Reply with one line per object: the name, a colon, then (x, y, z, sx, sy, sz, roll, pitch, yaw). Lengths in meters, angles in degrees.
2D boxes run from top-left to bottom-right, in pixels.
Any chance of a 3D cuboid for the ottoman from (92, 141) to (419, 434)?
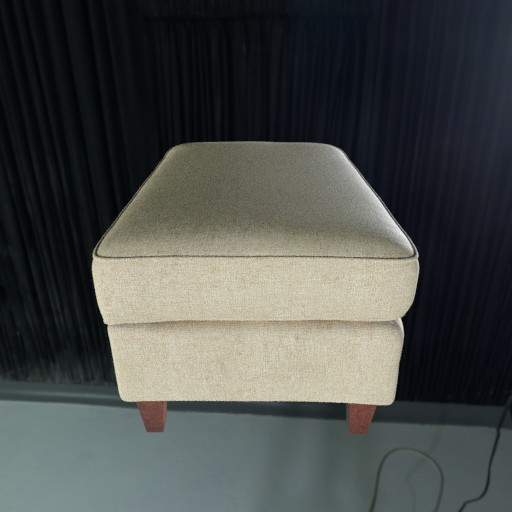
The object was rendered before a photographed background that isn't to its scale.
ottoman: (0.000, 0.000, 1.209, 0.583, 0.484, 0.862, 0, 26, 0)
